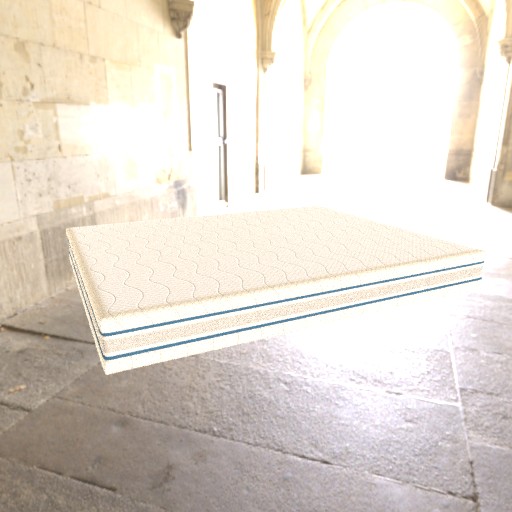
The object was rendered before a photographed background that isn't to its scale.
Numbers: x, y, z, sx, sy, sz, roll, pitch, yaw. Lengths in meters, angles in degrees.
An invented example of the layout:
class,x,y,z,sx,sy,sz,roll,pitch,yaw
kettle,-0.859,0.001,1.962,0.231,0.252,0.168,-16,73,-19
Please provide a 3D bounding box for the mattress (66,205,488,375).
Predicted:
class,x,y,z,sx,sy,sz,roll,pitch,yaw
mattress,0.000,0.000,2.674,2.000,0.230,1.600,-8,18,-25
